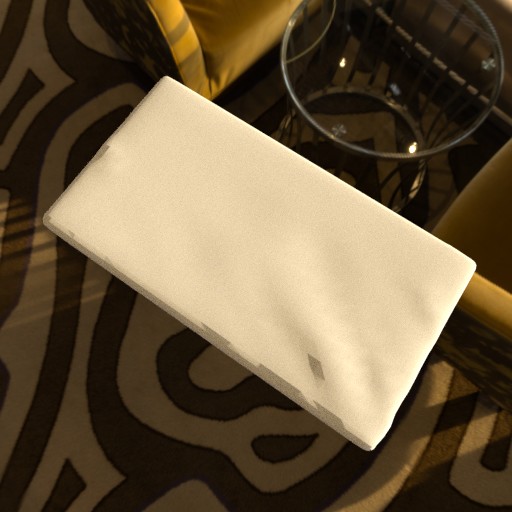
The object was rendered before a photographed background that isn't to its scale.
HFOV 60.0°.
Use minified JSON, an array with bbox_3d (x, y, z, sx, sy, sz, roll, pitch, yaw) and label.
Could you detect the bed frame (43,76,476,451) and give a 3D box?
[{"bbox_3d":[0.000,0.000,2.384,1.908,0.640,1.025,33,77,9],"label":"bed frame"}]
